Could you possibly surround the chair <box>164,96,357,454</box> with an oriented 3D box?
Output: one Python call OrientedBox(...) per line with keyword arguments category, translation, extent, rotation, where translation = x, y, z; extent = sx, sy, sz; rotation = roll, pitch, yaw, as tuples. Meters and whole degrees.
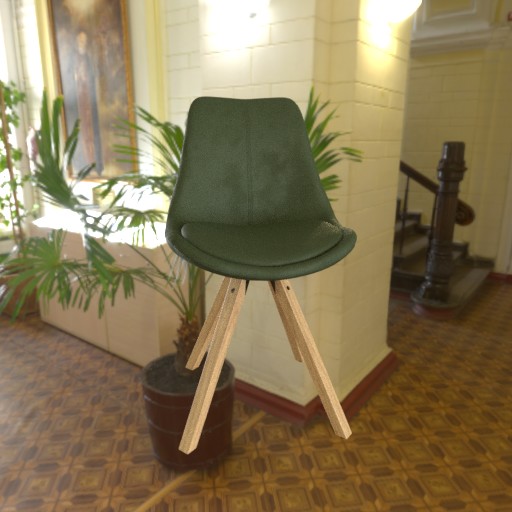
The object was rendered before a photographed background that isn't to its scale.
OrientedBox(category="chair", translation=(0.000, 0.000, 1.208), extent=(0.483, 0.865, 0.547), rotation=(-2, 15, -8))
